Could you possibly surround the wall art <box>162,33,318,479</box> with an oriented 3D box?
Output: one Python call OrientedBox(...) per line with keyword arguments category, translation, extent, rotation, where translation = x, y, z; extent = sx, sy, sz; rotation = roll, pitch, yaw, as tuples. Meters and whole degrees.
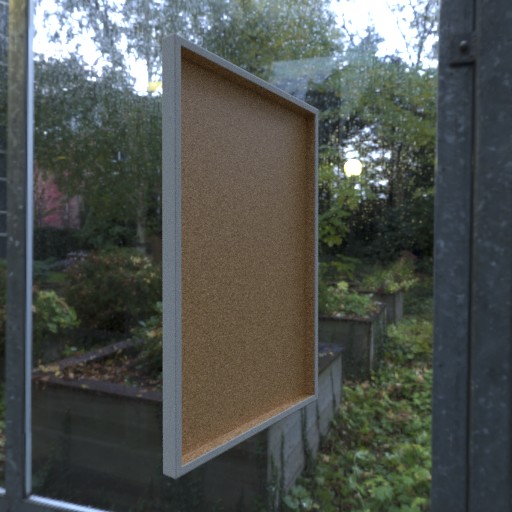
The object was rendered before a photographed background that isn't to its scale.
OrientedBox(category="wall art", translation=(0.000, 0.000, 1.164), extent=(0.038, 0.914, 0.610), rotation=(1, 1, 36))
